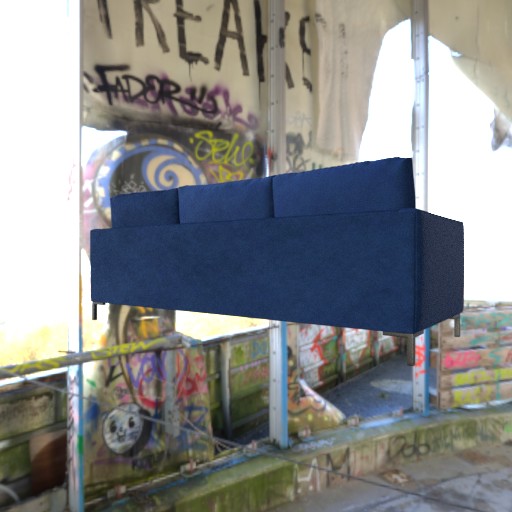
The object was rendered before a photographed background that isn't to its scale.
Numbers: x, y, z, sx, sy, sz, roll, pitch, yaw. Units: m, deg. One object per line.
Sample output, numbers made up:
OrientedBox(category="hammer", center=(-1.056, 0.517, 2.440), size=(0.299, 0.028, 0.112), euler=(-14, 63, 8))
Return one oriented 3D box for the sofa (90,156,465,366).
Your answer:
OrientedBox(category="sofa", center=(0.000, 0.000, 2.741), size=(2.252, 0.879, 0.875), euler=(0, 0, 37))
